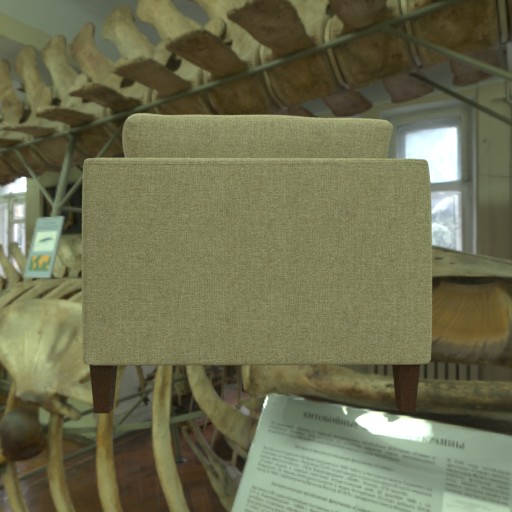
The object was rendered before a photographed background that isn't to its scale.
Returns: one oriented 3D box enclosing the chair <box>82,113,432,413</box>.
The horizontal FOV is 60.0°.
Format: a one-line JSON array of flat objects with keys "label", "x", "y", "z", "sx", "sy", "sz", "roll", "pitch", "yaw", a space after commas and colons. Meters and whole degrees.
[{"label": "chair", "x": 0.000, "y": 0.000, "z": 1.823, "sx": 1.107, "sy": 0.987, "sz": 0.959, "roll": 0, "pitch": -1, "yaw": -1}]
